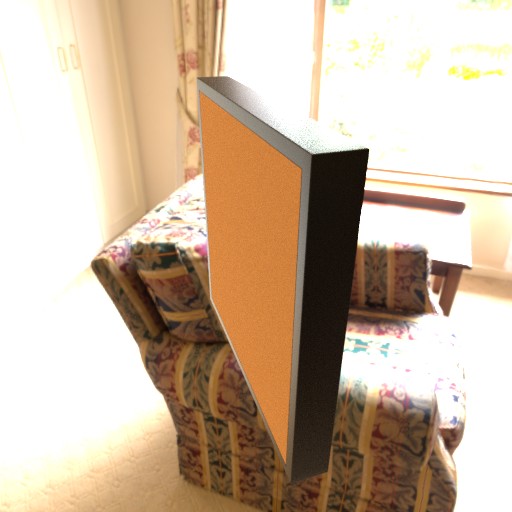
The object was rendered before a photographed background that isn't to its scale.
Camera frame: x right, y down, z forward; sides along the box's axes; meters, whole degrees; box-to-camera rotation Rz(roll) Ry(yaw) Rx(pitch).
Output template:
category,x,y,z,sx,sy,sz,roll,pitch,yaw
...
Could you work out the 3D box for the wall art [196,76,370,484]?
category,x,y,z,sx,sy,sz,roll,pitch,yaw
wall art,0.000,0.000,0.447,0.037,0.299,0.299,-10,31,-16
